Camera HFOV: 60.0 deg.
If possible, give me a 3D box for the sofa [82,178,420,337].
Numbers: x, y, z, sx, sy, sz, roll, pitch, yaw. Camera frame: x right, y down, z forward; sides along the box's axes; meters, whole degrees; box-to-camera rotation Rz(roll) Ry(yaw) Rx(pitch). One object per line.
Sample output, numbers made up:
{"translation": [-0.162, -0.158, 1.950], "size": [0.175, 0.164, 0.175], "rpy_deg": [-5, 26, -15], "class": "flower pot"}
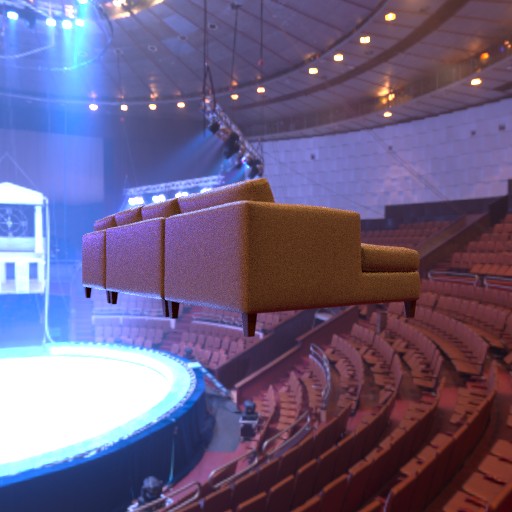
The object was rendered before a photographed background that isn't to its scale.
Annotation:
{"translation": [0.000, 0.000, 4.532], "size": [2.594, 0.961, 3.460], "rpy_deg": [1, -1, -36], "class": "sofa"}
